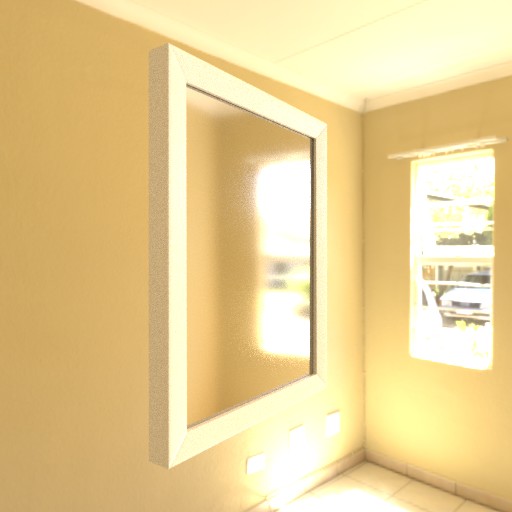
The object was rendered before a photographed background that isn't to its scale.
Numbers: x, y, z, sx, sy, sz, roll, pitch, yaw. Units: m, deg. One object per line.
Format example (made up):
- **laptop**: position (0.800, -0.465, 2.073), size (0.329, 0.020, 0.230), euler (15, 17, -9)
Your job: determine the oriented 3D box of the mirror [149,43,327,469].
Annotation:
- **mirror**: position (0.000, 0.000, 0.702), size (0.041, 0.508, 0.405), euler (0, 0, 36)
